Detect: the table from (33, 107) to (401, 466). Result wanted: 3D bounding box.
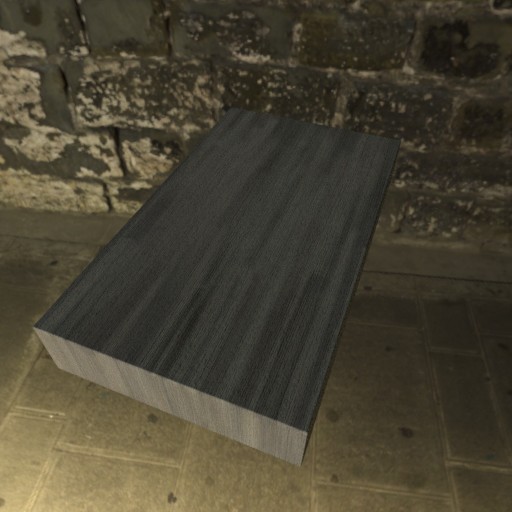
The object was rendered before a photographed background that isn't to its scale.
[{"bbox_3d":[0.000,0.000,1.379,0.643,0.347,1.088,16,48,15],"label":"table"}]
